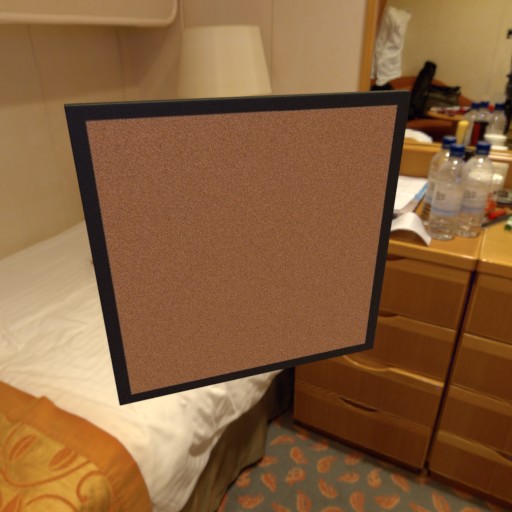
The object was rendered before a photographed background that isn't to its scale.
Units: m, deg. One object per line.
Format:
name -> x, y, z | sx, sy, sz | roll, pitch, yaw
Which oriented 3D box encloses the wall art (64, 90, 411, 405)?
wall art -> 0.000, 0.000, 0.965 | 0.663, 0.659, 0.016 | -8, 28, -16
